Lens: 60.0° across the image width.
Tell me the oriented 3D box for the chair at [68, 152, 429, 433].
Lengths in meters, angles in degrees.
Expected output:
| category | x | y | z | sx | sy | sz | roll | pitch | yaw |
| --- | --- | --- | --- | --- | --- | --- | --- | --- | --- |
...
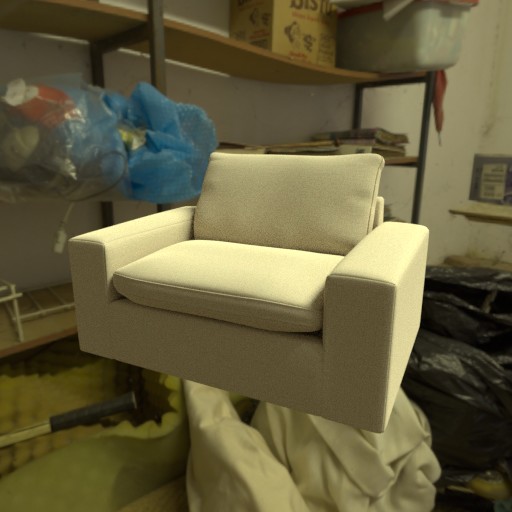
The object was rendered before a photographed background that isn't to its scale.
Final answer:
| category | x | y | z | sx | sy | sz | roll | pitch | yaw |
| --- | --- | --- | --- | --- | --- | --- | --- | --- | --- |
| chair | 0.000 | 0.000 | 2.054 | 1.398 | 0.915 | 1.039 | 7 | 17 | 25 |
